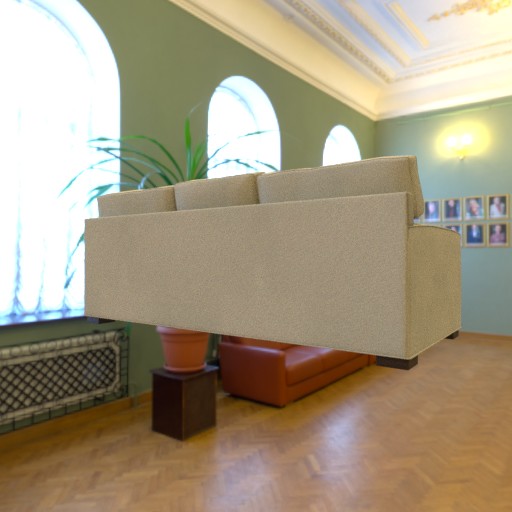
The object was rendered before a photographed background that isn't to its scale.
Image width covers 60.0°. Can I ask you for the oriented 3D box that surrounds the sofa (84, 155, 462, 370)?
[{"bbox_3d":[0.000,0.000,2.634,2.088,0.862,0.935,0,0,36],"label":"sofa"}]
